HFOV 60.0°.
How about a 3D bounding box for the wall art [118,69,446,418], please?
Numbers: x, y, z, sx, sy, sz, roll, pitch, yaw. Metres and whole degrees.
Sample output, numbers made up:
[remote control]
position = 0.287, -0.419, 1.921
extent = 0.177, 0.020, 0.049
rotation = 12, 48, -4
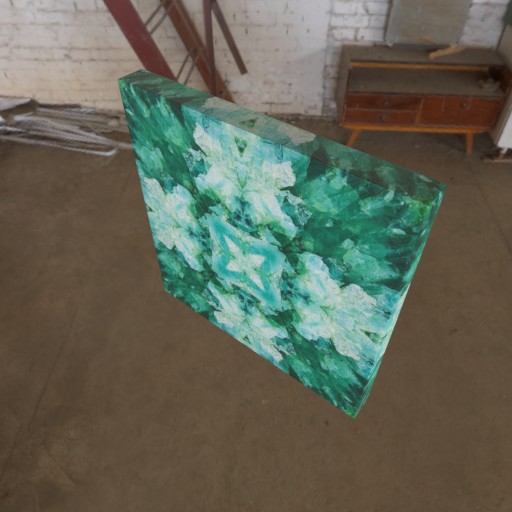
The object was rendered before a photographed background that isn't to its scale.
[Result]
[wall art]
position = 0.000, 0.000, 0.476
extent = 0.313, 0.313, 0.033
rotation = 29, 52, 26
